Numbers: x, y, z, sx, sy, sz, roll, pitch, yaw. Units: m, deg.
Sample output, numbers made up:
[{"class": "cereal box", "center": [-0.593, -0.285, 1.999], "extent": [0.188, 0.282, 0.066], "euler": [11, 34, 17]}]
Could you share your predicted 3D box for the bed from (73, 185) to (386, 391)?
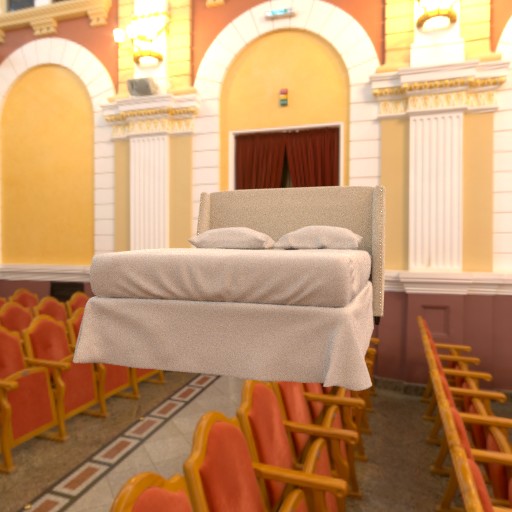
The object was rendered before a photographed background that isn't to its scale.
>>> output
[{"class": "bed", "center": [0.000, 0.000, 3.547], "extent": [1.925, 1.332, 2.276], "euler": [1, 2, 18]}]
